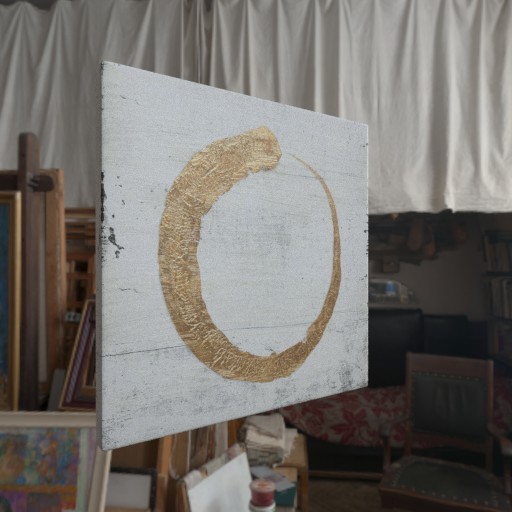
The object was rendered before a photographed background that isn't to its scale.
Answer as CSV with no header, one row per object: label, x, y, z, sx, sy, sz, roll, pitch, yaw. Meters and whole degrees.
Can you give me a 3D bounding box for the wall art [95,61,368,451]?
wall art,0.000,0.000,0.877,0.610,0.611,0.040,0,0,-35
